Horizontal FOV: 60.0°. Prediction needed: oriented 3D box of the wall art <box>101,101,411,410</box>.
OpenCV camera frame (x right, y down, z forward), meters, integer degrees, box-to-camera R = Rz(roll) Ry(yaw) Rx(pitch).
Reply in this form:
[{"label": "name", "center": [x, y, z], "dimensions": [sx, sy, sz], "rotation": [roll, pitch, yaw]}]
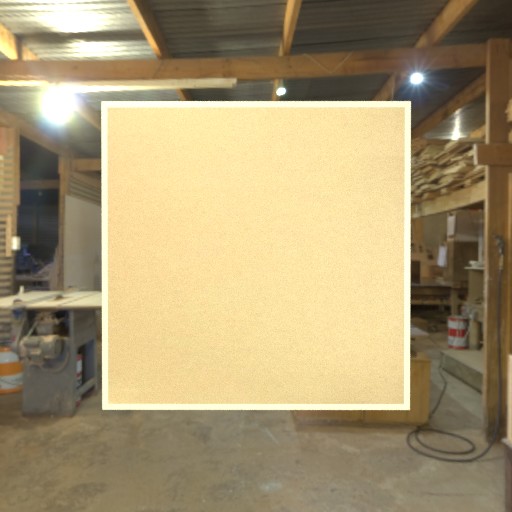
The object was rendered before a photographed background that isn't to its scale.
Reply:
[{"label": "wall art", "center": [0.000, 0.000, 0.807], "dimensions": [0.557, 0.557, 0.012], "rotation": [0, 0, 0]}]
